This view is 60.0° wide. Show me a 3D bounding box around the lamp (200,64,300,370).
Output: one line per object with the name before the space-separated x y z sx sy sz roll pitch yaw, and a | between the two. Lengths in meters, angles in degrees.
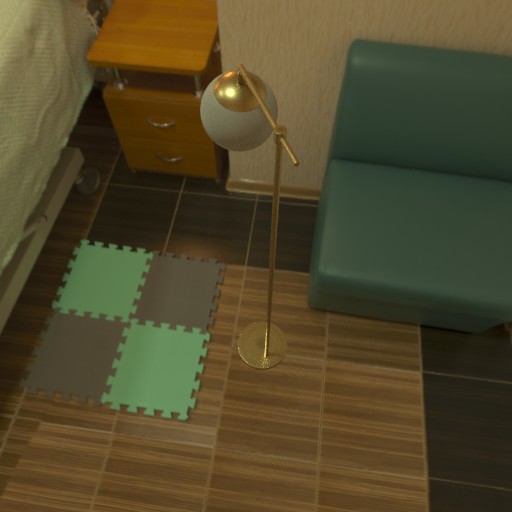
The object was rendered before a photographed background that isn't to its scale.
lamp | 0.000 0.000 1.670 0.249 1.505 0.476 -18 61 -11
